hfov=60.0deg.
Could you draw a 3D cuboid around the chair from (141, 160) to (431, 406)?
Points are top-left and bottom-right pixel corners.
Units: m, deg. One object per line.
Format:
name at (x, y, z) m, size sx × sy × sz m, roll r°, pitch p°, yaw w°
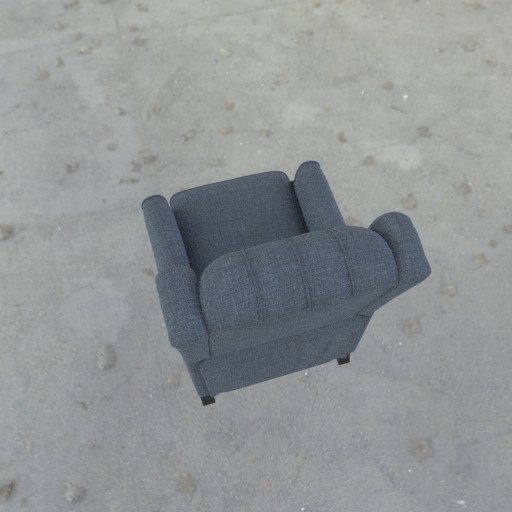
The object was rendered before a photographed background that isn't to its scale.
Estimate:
chair at (0.000, 0.000, 1.655) m, size 0.742 × 1.035 × 0.898 m, roll -14°, pitch 59°, yaw -9°
